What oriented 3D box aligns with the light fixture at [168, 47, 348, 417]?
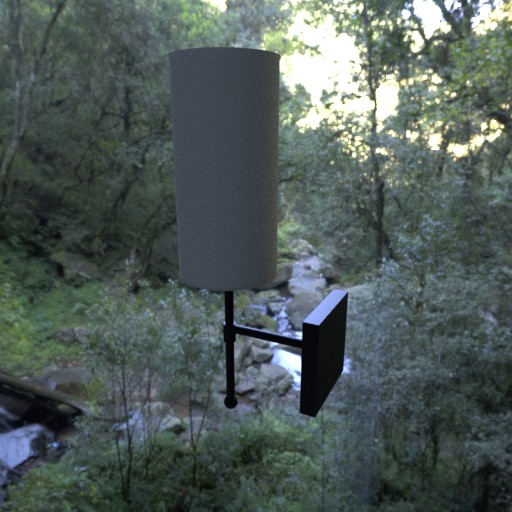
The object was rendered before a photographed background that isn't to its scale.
[{"bbox_3d":[0.000,0.000,0.552,0.208,0.462,0.128,8,18,26],"label":"light fixture"}]
